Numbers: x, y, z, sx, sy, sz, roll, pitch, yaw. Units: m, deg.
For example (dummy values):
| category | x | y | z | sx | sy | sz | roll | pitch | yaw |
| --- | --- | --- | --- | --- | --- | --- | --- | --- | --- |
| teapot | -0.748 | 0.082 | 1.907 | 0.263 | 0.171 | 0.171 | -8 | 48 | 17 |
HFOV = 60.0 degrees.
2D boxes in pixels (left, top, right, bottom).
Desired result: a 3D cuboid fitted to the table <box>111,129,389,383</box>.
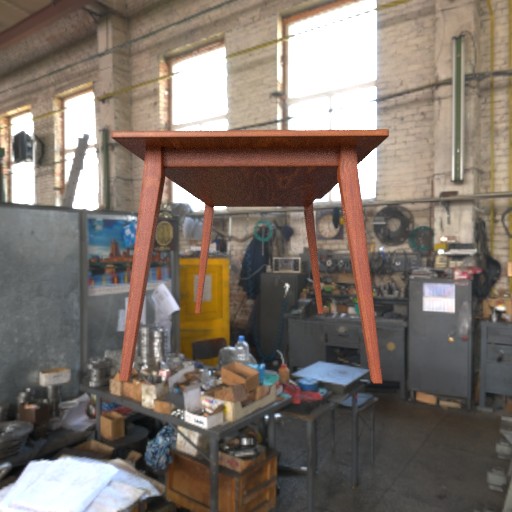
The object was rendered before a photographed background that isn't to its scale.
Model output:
| category | x | y | z | sx | sy | sz | roll | pitch | yaw |
| --- | --- | --- | --- | --- | --- | --- | --- | --- | --- |
| table | 0.000 | 0.000 | 2.094 | 0.811 | 0.755 | 1.609 | 0 | 1 | 2 |
